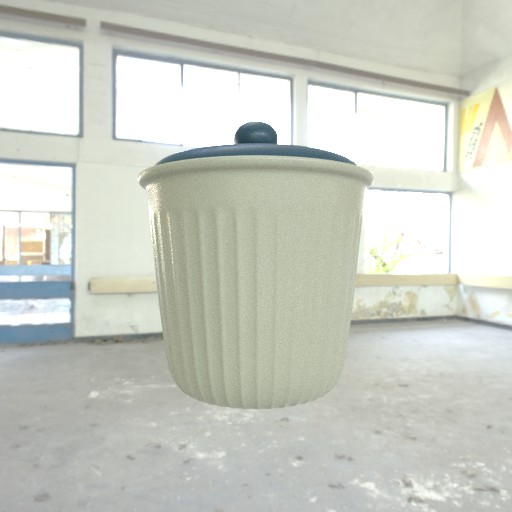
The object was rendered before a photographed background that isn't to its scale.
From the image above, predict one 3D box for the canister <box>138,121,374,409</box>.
[{"bbox_3d":[0.000,0.000,0.350,0.181,0.211,0.181,0,0,0],"label":"canister"}]
